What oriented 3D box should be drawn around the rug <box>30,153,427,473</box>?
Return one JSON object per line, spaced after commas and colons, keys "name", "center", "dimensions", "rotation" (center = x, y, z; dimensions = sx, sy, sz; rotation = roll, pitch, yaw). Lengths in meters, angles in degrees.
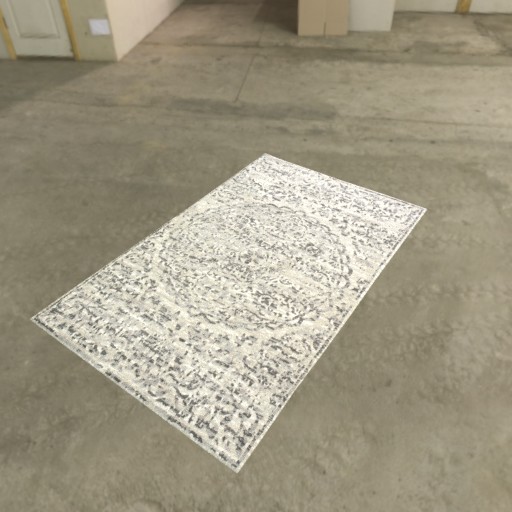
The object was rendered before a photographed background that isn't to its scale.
{"name": "rug", "center": [0.000, 0.000, 3.018], "dimensions": [1.527, 0.021, 2.447], "rotation": [25, 47, 26]}
